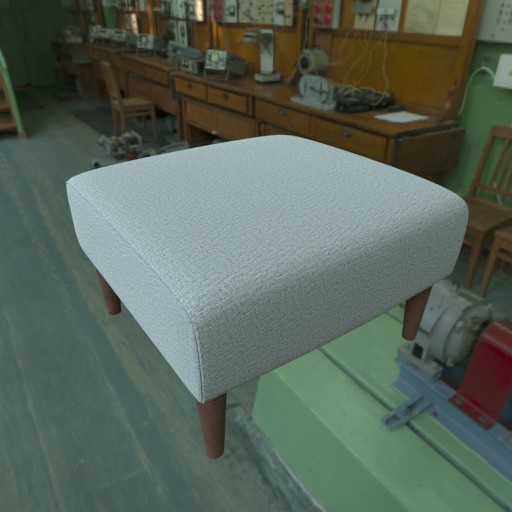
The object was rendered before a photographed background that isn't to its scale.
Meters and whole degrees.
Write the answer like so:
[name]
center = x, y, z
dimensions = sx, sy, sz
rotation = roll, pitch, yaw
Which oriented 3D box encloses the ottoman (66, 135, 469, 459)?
[ottoman]
center = 0.000, 0.000, 1.033
dimensions = 0.650, 0.398, 0.649
rotation = -20, 35, -30
